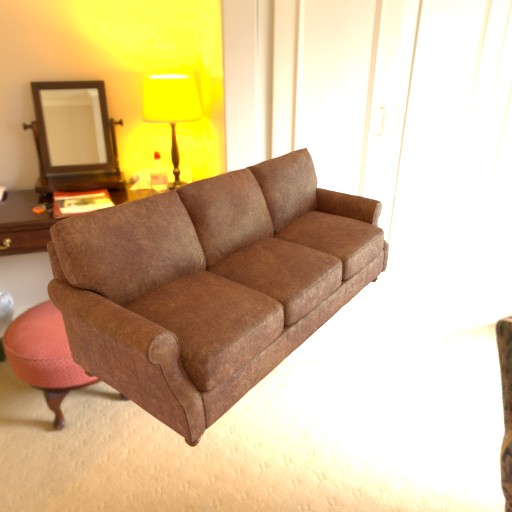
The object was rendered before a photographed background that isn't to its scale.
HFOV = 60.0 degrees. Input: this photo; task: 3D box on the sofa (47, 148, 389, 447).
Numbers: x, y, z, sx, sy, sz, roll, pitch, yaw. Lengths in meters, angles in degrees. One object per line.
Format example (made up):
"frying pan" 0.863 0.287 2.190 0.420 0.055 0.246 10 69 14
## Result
"sofa" 0.000 0.000 2.820 0.973 0.977 2.351 18 30 33
